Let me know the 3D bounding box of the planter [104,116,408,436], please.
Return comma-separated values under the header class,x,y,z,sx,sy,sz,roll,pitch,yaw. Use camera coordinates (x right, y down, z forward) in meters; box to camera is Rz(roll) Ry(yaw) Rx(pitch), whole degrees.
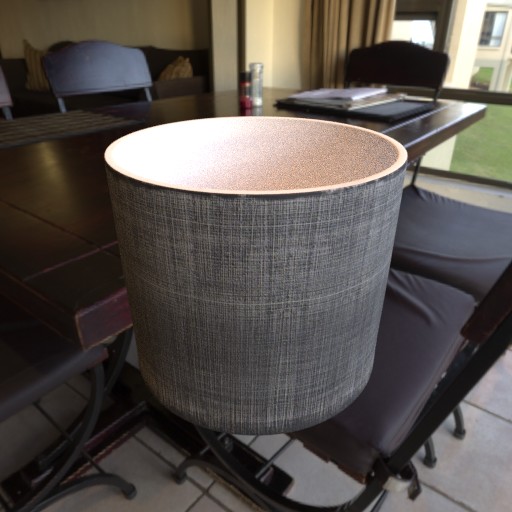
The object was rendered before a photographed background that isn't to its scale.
class,x,y,z,sx,sy,sz,roll,pitch,yaw
planter,0.000,0.000,0.438,0.254,0.221,0.254,0,28,0
